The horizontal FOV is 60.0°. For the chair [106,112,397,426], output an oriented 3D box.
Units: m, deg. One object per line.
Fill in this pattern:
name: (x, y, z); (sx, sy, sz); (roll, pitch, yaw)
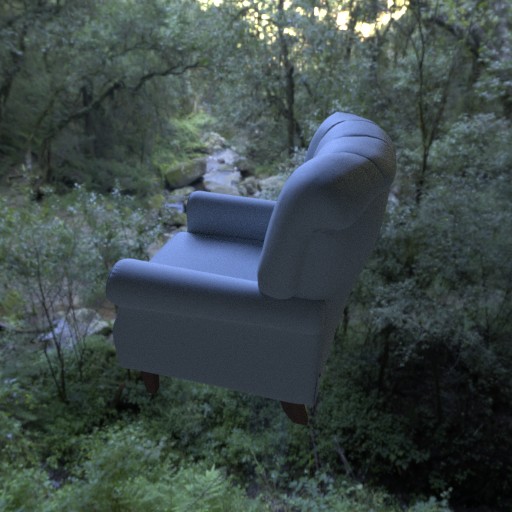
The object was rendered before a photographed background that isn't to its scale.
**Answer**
chair: (0.000, 0.000, 2.093); (1.128, 1.217, 1.090); (8, 30, 13)
